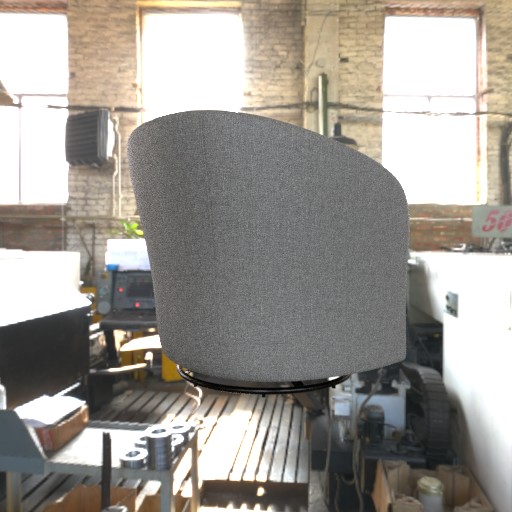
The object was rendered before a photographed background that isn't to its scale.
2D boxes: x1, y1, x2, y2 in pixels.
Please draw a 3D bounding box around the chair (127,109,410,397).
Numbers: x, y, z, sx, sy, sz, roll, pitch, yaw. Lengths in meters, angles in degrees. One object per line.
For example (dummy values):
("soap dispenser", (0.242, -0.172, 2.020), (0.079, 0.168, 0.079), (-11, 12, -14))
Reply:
("chair", (0.000, 0.000, 1.486), (0.815, 0.771, 0.791), (-1, 1, -36))
